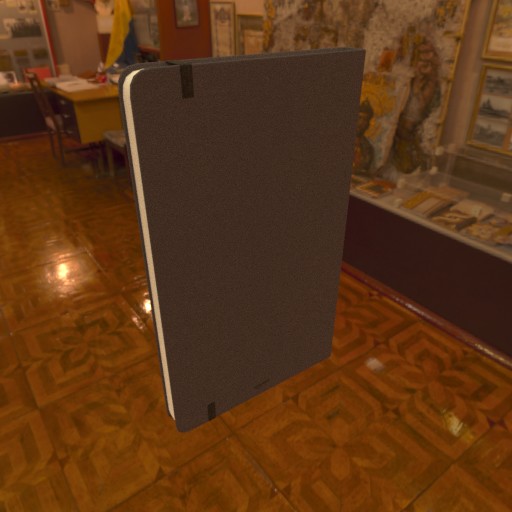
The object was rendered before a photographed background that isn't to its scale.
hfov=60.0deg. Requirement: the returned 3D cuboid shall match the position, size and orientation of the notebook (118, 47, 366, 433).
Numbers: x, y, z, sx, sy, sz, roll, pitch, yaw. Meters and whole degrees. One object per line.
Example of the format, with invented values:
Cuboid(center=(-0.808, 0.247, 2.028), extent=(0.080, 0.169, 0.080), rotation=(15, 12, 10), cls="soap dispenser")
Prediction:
Cuboid(center=(0.000, 0.000, 0.257), extent=(0.127, 0.213, 0.016), rotation=(-19, 36, -29), cls="notebook")
